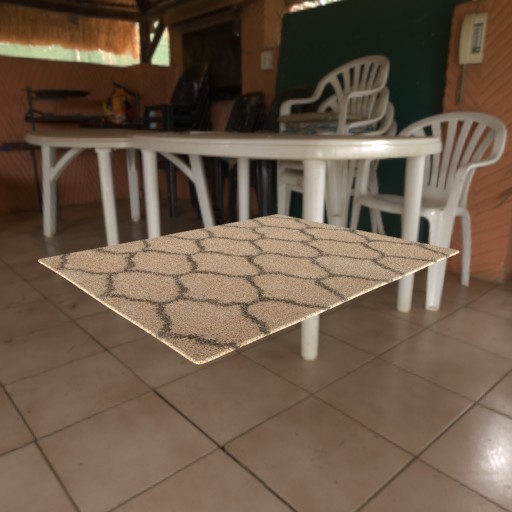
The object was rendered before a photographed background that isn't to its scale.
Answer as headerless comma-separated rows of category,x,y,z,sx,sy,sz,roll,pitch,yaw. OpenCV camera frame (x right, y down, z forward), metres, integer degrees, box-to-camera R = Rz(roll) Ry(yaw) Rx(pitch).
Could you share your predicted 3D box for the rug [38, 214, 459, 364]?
rug,0.000,0.000,4.009,3.000,0.026,2.399,-15,22,-41
